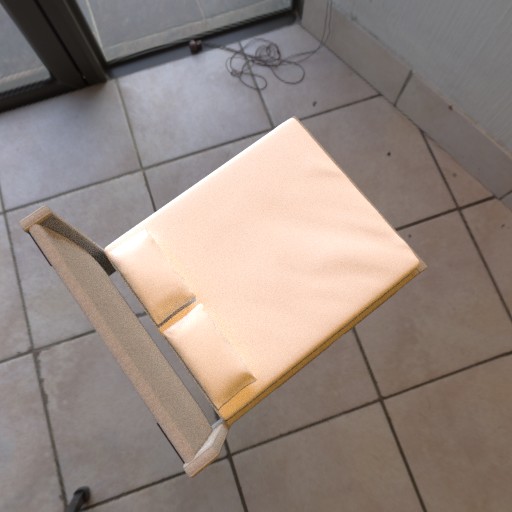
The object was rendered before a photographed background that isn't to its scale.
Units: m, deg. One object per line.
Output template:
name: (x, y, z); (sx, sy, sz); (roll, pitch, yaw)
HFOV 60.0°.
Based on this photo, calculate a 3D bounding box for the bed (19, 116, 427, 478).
bed: (0.000, 0.000, 3.348); (2.222, 1.491, 1.774); (-37, 79, -8)
